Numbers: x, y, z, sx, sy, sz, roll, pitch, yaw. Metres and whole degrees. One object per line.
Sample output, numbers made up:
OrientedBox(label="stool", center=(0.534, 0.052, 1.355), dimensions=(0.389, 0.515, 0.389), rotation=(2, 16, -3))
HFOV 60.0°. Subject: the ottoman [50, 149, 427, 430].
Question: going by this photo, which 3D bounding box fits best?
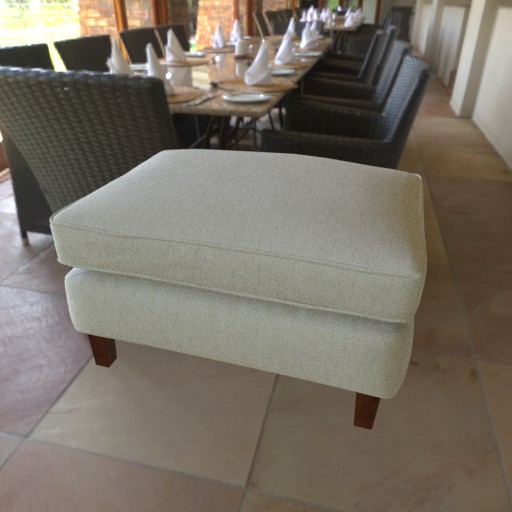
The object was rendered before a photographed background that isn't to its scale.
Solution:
OrientedBox(label="ottoman", center=(0.000, 0.000, 0.968), dimensions=(0.665, 0.406, 0.501), rotation=(9, 31, 15))
